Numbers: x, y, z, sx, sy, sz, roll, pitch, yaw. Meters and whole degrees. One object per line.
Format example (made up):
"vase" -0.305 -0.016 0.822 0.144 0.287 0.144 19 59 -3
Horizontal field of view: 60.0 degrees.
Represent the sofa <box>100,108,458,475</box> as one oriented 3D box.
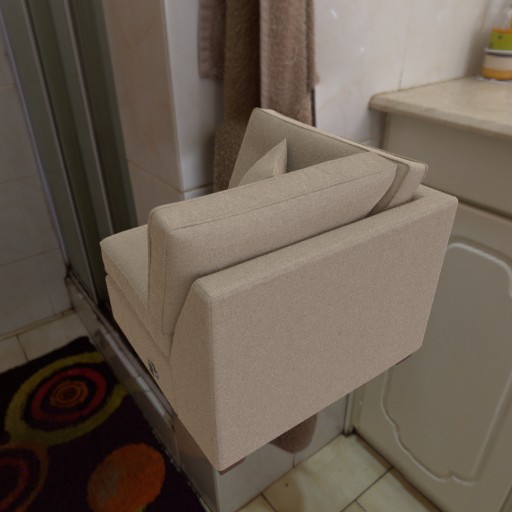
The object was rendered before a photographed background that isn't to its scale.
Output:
"sofa" 0.000 0.000 1.936 1.146 1.002 1.084 -20 37 -30
